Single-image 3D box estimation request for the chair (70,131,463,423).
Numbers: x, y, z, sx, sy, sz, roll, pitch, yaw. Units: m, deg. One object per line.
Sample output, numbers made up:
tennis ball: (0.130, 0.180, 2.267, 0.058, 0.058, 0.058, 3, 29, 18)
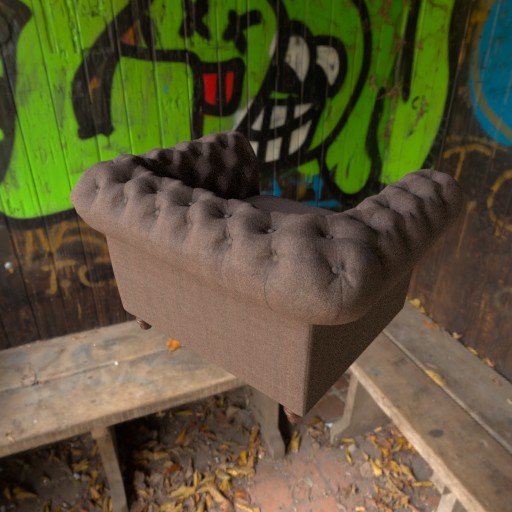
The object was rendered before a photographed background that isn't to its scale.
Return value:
chair: (0.000, 0.000, 1.840, 1.298, 0.780, 0.945, 21, 35, 34)
